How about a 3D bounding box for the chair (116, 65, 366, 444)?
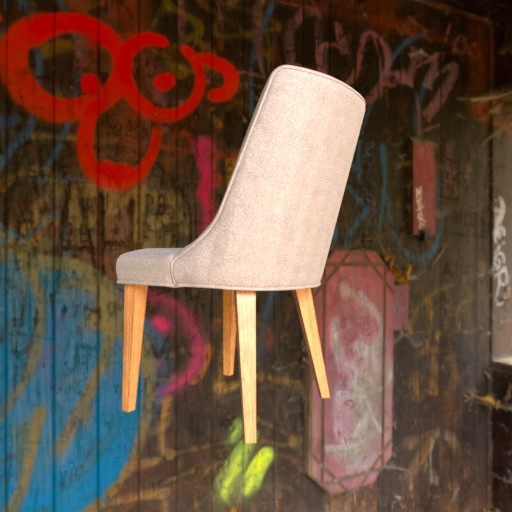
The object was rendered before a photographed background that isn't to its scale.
[{"bbox_3d":[0.000,0.000,1.340,0.636,0.916,0.548,0,0,35],"label":"chair"}]
